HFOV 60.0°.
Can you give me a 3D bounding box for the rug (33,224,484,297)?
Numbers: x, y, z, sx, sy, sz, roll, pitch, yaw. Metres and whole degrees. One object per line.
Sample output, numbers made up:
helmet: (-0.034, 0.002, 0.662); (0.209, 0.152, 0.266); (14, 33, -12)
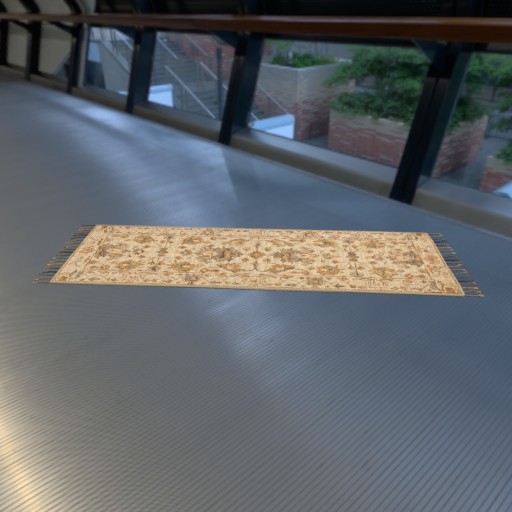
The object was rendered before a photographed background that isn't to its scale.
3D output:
rug: (0.000, 0.000, 2.683); (2.438, 0.021, 0.729); (2, 30, 3)
